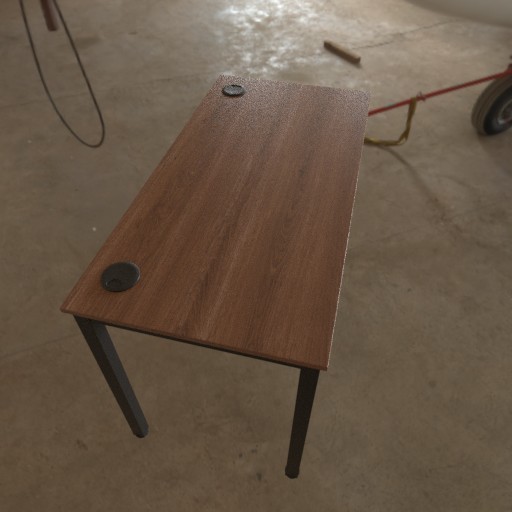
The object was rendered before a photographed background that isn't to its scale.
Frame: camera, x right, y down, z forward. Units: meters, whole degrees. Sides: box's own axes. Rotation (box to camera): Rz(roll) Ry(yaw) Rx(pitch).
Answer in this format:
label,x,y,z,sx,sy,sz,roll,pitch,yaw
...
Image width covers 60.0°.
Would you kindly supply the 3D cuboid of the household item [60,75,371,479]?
label,x,y,z,sx,sy,sz,roll,pitch,yaw
household item,0.000,0.000,1.604,0.600,0.750,1.200,10,48,10
